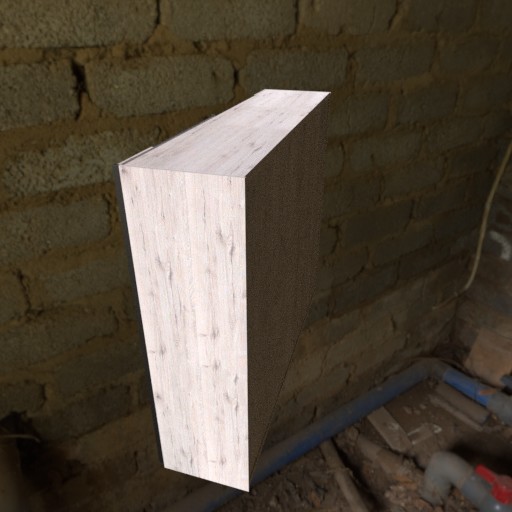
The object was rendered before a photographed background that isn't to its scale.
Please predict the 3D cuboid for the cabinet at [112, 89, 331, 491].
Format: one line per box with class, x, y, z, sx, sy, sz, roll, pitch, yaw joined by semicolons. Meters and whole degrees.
cabinet;0.000;0.000;3.574;0.660;2.180;2.500;8;30;15
